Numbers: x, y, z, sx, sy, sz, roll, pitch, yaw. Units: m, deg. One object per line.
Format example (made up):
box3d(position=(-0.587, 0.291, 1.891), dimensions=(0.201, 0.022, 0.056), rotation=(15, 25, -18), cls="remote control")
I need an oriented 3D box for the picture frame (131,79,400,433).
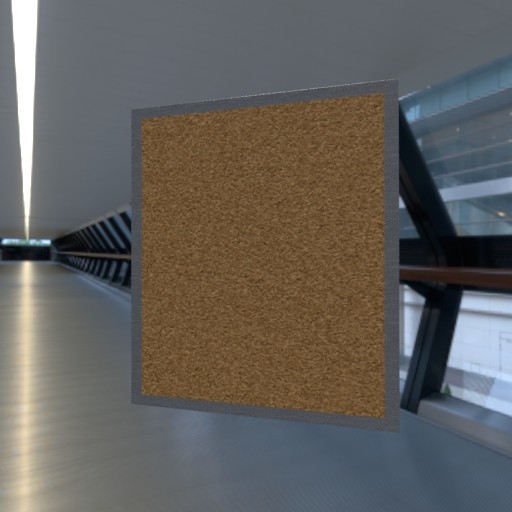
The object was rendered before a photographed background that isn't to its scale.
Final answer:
box3d(position=(0.000, 0.000, 0.533), dimensions=(0.327, 0.378, 0.027), rotation=(0, -1, 17), cls="picture frame")
